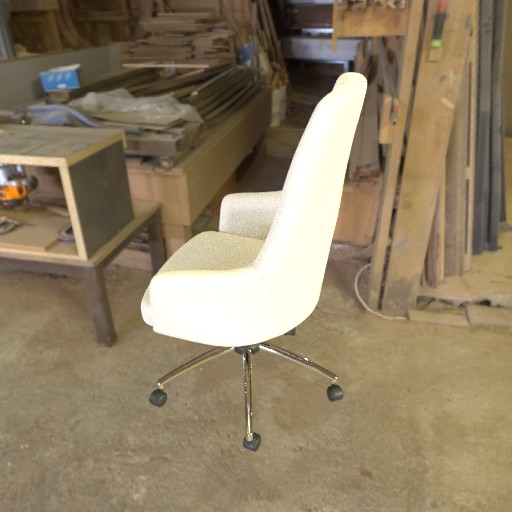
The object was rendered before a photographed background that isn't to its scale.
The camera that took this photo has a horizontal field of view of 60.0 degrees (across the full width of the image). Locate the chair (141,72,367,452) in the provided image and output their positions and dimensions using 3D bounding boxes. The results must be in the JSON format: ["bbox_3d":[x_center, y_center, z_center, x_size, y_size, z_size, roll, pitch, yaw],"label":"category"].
[{"bbox_3d":[0.000,0.000,1.378,0.640,1.049,0.620,8,31,14],"label":"chair"}]
